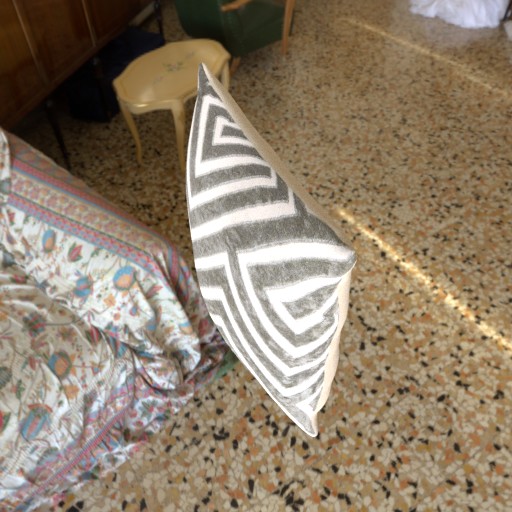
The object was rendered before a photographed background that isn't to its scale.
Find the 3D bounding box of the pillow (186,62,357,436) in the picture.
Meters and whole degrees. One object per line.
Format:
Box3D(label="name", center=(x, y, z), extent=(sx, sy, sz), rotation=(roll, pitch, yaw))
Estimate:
Box3D(label="pillow", center=(0.000, 0.000, 0.689), extent=(0.182, 0.441, 0.440), rotation=(-18, 49, -16))
